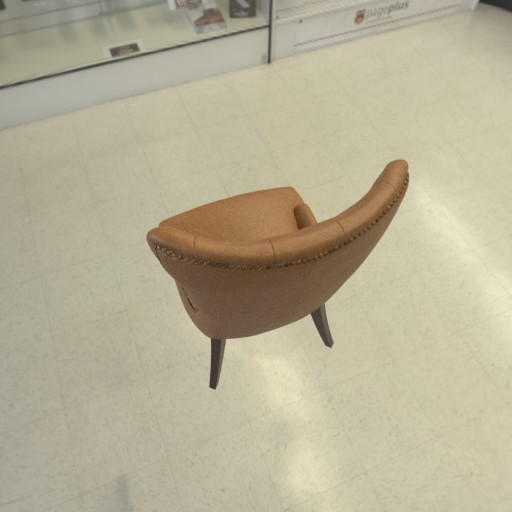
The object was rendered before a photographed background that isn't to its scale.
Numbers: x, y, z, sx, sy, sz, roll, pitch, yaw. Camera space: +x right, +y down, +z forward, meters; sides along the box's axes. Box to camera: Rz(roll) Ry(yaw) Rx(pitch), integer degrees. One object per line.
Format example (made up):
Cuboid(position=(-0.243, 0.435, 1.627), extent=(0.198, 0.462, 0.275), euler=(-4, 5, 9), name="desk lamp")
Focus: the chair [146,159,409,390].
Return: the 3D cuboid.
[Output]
Cuboid(position=(0.000, 0.000, 1.479), extent=(0.611, 1.065, 0.669), euler=(-17, 59, -10), name="chair")
